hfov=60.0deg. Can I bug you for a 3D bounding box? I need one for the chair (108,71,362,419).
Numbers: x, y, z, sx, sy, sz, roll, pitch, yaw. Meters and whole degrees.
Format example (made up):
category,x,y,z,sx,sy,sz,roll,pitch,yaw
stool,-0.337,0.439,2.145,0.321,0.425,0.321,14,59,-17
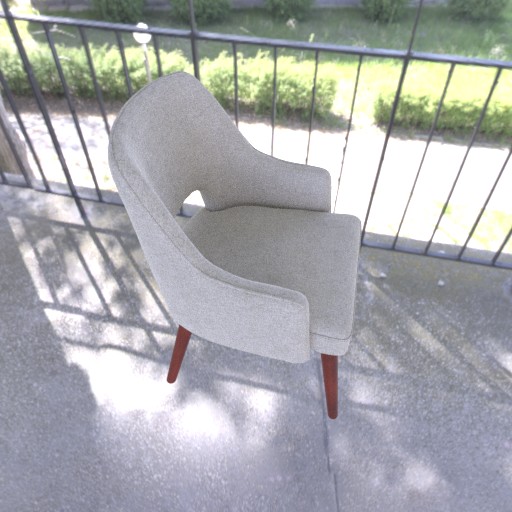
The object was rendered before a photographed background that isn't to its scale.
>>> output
category,x,y,z,sx,sy,sz,roll,pitch,yaw
chair,0.000,0.000,1.237,0.605,0.849,0.548,9,47,9
